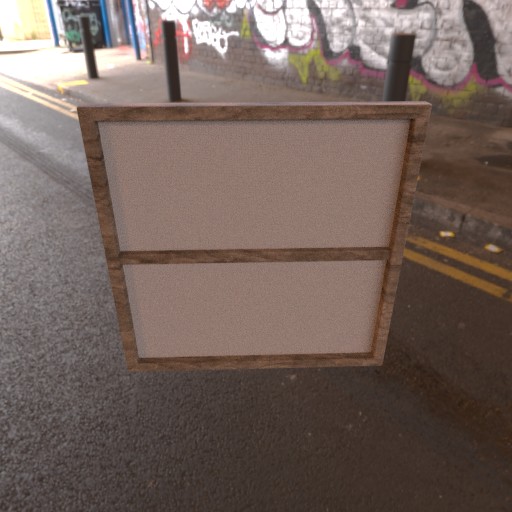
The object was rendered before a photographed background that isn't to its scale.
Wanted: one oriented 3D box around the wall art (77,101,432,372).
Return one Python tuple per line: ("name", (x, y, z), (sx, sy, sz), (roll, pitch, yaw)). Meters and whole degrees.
("wall art", (0.000, 0.000, 1.128), (0.747, 0.747, 0.035), (-1, 30, -2))
